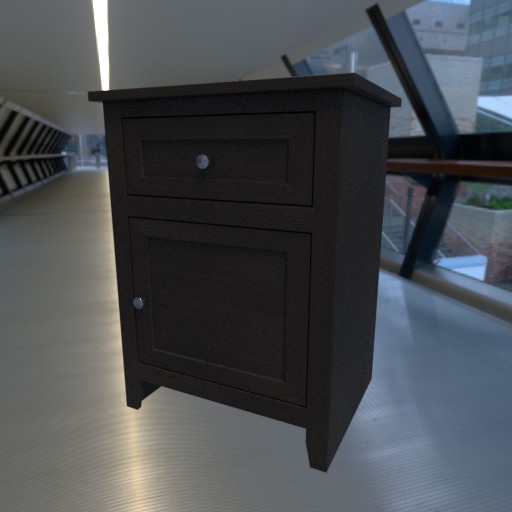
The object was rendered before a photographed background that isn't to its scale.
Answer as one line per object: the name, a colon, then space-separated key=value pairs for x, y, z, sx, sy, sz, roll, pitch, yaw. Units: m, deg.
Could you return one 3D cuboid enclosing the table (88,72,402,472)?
table: x=0.000 y=0.000 z=0.927 sx=0.480 sy=0.635 sz=0.381 roll=7 pitch=16 yaw=26
